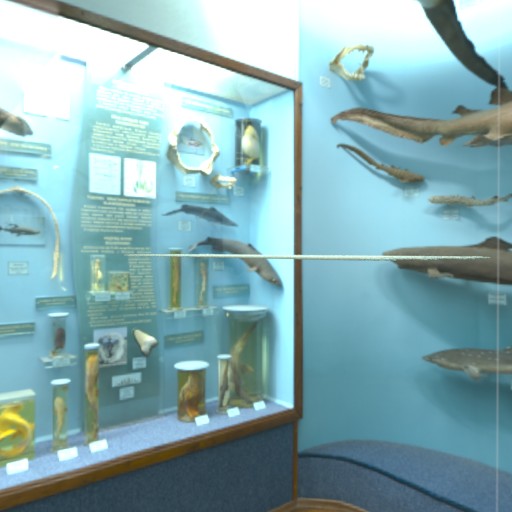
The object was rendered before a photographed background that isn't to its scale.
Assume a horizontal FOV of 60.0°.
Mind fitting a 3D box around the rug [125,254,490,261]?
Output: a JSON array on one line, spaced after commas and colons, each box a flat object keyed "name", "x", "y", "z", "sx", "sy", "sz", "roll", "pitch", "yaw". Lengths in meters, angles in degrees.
[{"name": "rug", "x": 0.000, "y": 0.000, "z": 2.703, "sx": 0.774, "sy": 0.011, "sz": 2.449, "roll": 0, "pitch": 1, "yaw": -36}]
